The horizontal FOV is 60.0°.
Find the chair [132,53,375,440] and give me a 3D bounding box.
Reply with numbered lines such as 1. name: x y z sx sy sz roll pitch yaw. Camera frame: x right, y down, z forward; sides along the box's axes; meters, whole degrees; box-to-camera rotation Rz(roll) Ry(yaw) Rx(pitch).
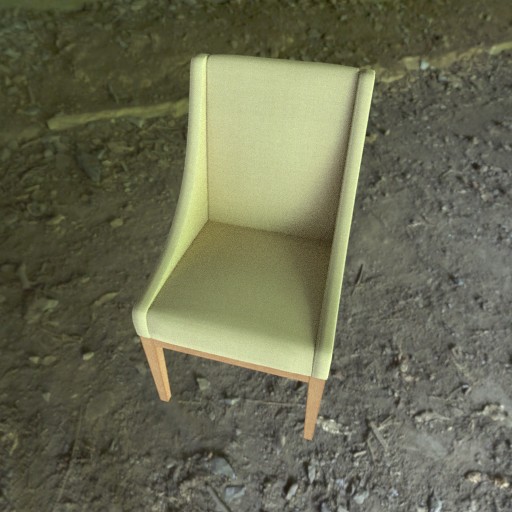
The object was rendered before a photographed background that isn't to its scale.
1. chair: 0.000 0.000 1.400 0.575 1.021 0.611 11 43 12
